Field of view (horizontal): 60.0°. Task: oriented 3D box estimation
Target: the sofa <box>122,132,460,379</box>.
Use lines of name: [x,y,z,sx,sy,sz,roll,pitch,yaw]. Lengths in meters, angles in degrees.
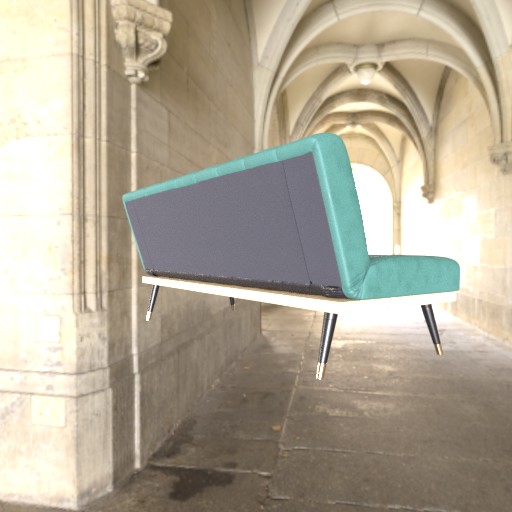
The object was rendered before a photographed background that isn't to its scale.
sofa: [0.000,0.000,2.324,0.830,0.820,1.810,-1,1,-35]
